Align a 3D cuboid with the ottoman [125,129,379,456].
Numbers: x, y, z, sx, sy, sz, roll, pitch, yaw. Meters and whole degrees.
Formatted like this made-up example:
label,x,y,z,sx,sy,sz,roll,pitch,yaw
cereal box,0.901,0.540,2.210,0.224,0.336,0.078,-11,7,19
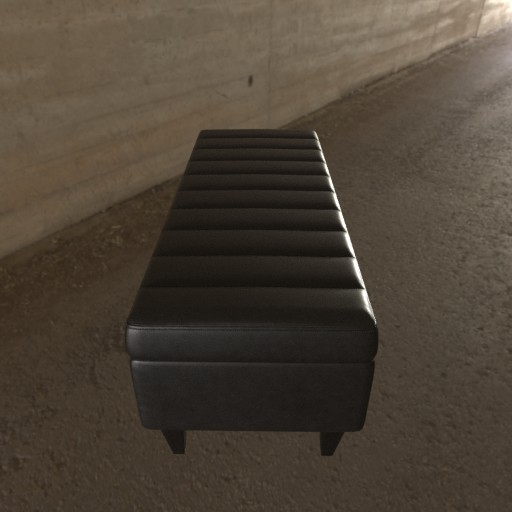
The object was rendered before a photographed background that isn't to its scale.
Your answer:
label,x,y,z,sx,sy,sz,roll,pitch,yaw
ottoman,0.000,0.000,1.383,0.482,0.469,1.151,0,33,1
